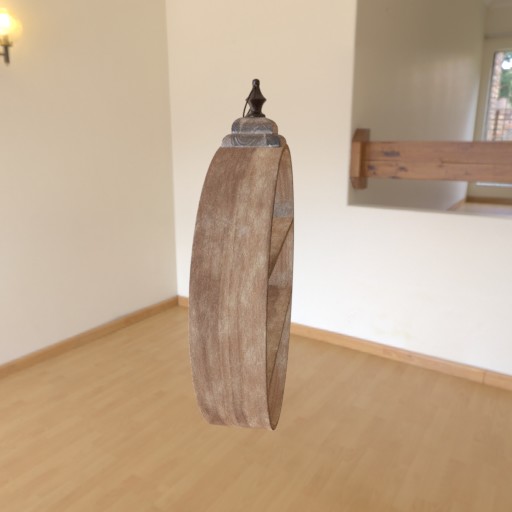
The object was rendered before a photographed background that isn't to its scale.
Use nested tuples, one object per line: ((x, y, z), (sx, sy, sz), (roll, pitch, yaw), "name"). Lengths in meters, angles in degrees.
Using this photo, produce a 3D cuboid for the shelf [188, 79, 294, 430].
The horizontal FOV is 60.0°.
((0.000, 0.000, 0.969), (0.125, 0.725, 0.601), (2, 15, 8), "shelf")
